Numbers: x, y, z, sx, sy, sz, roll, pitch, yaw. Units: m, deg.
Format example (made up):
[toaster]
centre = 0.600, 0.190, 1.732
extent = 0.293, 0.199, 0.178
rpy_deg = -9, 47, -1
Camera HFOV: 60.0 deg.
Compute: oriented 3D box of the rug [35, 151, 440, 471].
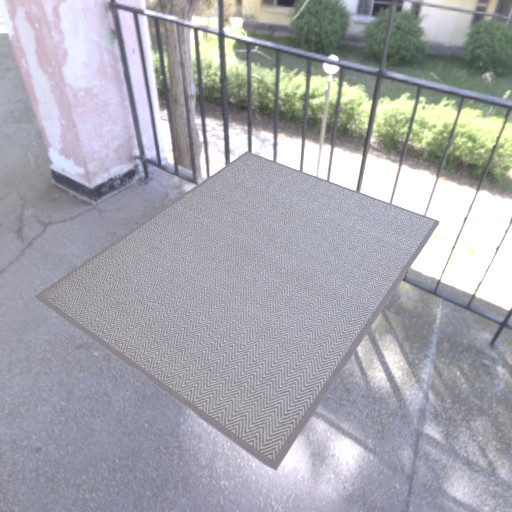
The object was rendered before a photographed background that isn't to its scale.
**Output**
[rug]
centre = 0.000, 0.000, 4.090
extent = 2.434, 0.032, 3.007
rpy_deg = 26, 48, 25
